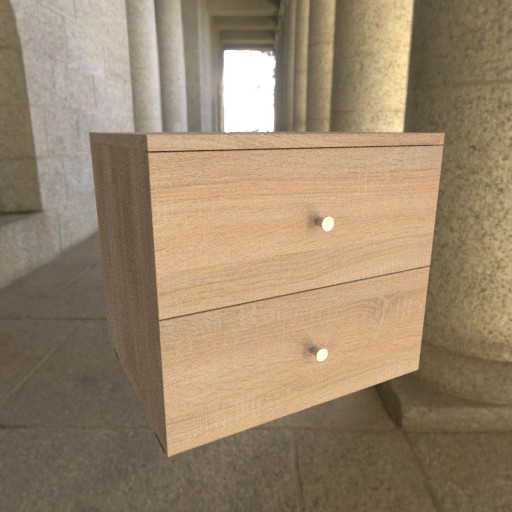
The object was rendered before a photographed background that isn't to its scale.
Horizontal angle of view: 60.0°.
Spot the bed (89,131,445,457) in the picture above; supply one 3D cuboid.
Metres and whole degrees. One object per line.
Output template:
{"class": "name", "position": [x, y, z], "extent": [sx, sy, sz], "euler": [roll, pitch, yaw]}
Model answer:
{"class": "bed", "position": [0.000, 0.000, 0.784], "extent": [0.460, 0.420, 0.401], "euler": [-8, 18, -27]}
